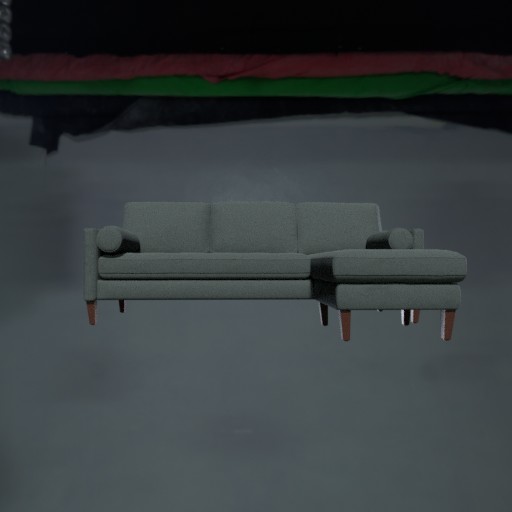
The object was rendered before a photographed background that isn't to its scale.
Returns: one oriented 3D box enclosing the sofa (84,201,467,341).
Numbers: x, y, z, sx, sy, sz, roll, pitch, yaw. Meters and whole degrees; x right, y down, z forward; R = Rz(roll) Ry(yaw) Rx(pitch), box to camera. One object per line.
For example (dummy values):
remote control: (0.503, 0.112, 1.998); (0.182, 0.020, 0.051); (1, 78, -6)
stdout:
sofa: (0.000, 0.000, 2.881); (2.178, 0.876, 1.506); (0, -1, -2)
